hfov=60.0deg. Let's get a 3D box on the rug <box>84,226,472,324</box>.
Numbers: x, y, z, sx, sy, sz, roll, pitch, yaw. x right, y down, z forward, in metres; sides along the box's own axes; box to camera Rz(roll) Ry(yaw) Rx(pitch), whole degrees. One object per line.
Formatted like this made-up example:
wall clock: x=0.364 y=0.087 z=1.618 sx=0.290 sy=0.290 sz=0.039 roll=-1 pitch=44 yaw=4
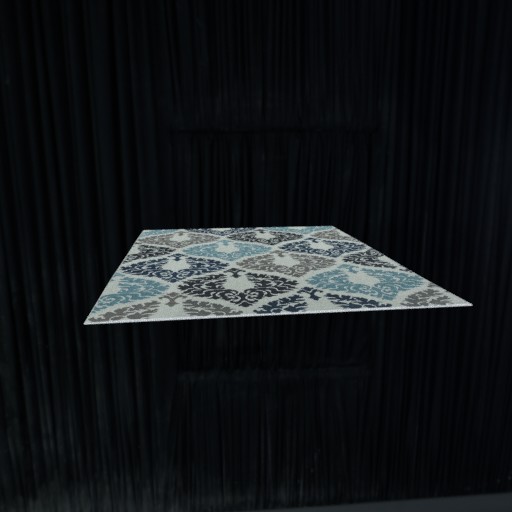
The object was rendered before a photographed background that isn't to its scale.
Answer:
rug: x=0.000 y=0.000 z=4.166 sx=2.423 sy=0.014 sz=3.040 roll=-2 pitch=14 yaw=-7
